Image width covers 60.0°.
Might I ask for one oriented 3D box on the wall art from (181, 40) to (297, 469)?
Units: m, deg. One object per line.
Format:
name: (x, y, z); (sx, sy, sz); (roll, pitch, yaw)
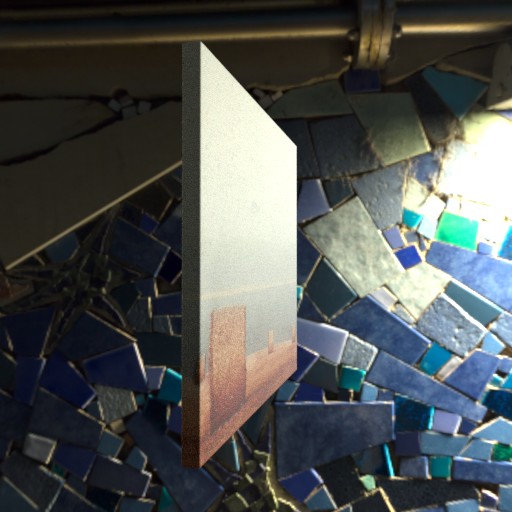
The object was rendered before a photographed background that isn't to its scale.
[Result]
wall art: (0.000, 0.000, 0.917); (0.034, 0.605, 0.605); (0, -1, 18)
